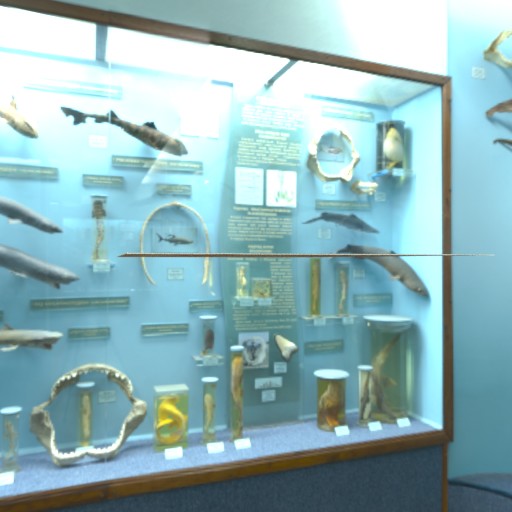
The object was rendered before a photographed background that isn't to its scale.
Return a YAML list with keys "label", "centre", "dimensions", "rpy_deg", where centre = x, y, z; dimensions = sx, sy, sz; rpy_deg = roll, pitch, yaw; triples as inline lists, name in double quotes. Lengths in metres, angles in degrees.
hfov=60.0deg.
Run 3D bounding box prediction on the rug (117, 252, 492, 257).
- label: "rug"
  centre: [0.000, 0.000, 4.161]
  dimensions: [2.451, 0.008, 3.143]
  rpy_deg: [0, 0, -18]
